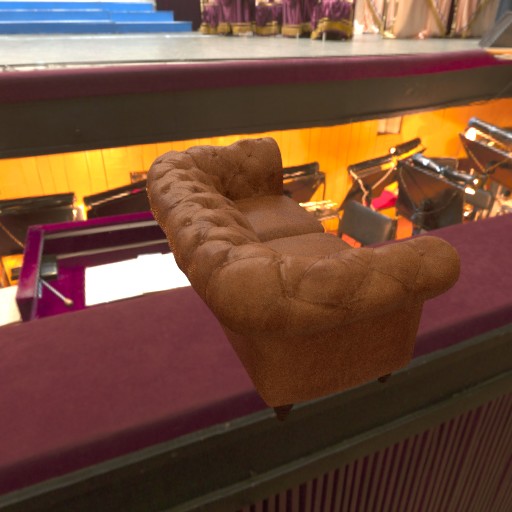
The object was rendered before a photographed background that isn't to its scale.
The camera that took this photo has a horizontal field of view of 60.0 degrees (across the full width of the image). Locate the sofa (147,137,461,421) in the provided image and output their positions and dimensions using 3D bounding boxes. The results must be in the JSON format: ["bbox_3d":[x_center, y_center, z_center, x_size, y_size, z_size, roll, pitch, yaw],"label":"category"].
[{"bbox_3d":[0.000,0.000,2.560,1.042,0.877,1.979,-11,31,-19],"label":"sofa"}]
